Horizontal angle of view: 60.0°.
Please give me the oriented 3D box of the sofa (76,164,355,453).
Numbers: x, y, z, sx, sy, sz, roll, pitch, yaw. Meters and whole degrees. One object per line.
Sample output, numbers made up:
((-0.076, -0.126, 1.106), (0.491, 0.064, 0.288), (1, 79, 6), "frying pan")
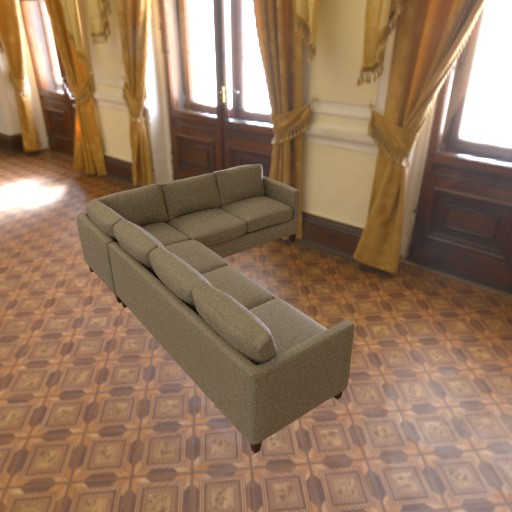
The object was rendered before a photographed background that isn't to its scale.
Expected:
((0.000, 0.000, 4.572), (2.593, 0.947, 3.302), (-20, 33, -33), "sofa")
